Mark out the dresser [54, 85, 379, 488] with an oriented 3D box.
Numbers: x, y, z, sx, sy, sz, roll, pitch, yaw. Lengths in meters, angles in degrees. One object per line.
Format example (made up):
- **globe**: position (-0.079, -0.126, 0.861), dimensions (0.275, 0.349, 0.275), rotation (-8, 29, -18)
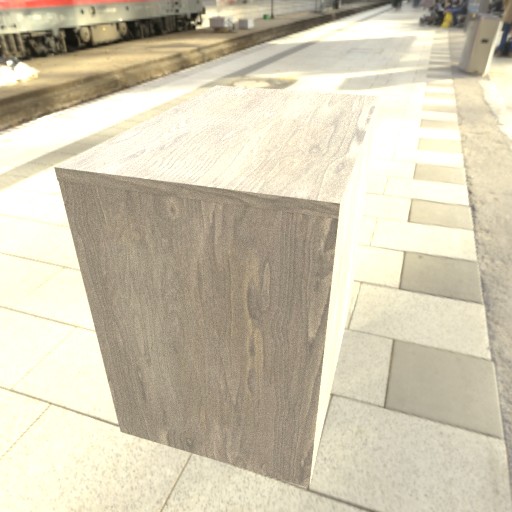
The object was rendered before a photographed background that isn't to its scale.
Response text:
- **dresser**: position (0.000, 0.000, 1.281), dimensions (0.529, 0.762, 0.809), rotation (9, 33, 15)
